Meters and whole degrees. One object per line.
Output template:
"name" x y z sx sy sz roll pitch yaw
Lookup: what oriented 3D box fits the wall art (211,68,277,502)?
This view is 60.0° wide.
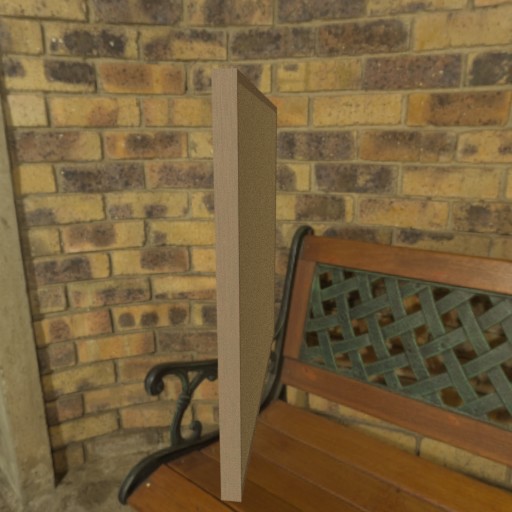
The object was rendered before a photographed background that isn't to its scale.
"wall art" 0.000 0.000 1.106 0.038 0.758 0.761 2 14 7
